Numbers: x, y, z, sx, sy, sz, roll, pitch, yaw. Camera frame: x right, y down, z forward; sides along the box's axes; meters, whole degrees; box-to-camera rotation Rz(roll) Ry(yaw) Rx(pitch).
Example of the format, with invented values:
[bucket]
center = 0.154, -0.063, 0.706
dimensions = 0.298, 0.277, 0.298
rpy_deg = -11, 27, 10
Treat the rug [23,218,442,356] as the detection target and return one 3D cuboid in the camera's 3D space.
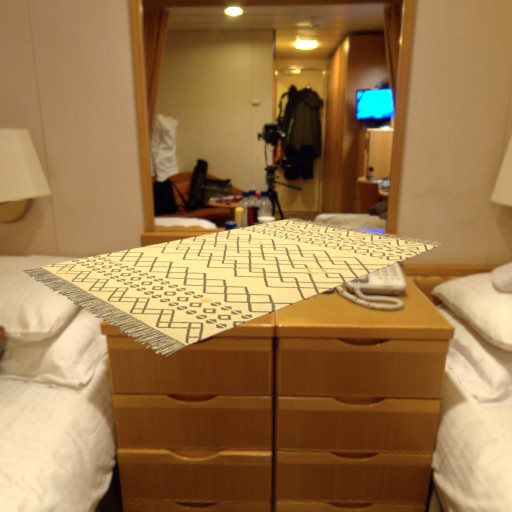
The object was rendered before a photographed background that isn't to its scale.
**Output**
[rug]
center = 0.000, 0.000, 2.964
dimensions = 2.472, 0.035, 1.495
rpy_deg = -15, 21, -43
